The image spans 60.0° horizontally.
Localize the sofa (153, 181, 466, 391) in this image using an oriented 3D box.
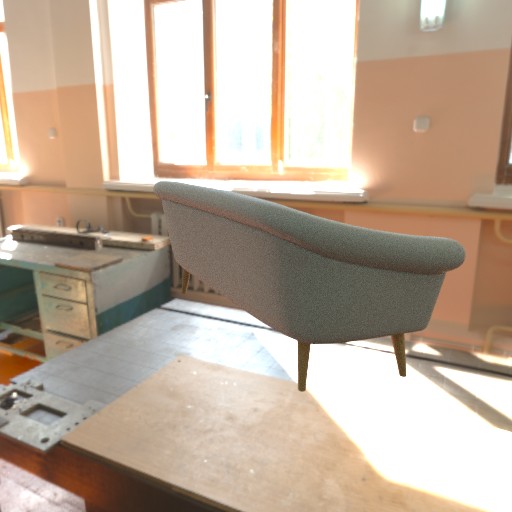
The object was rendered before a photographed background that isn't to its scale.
[{"bbox_3d":[0.000,0.000,2.568,0.827,0.795,2.160,-7,15,-27],"label":"sofa"}]
